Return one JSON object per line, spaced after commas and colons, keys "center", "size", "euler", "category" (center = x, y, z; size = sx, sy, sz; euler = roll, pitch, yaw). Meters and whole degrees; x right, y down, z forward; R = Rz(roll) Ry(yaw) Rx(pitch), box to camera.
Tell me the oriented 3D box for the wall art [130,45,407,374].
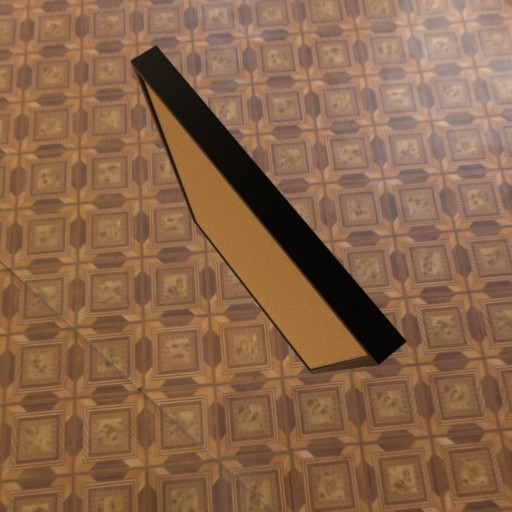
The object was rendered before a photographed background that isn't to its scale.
{"center": [0.000, 0.000, 0.757], "size": [0.039, 0.553, 0.451], "euler": [-36, 77, -10], "category": "wall art"}
